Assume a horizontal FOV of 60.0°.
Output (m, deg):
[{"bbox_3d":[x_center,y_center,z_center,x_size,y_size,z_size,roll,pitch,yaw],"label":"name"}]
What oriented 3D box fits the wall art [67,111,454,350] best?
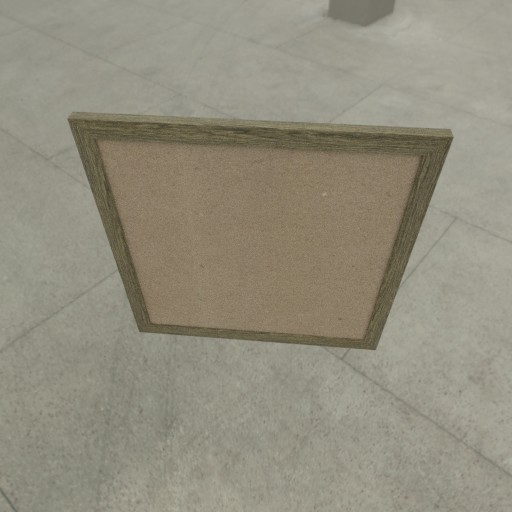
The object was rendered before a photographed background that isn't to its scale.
[{"bbox_3d":[0.000,0.000,0.771,0.508,0.508,0.019,4,47,4],"label":"wall art"}]
